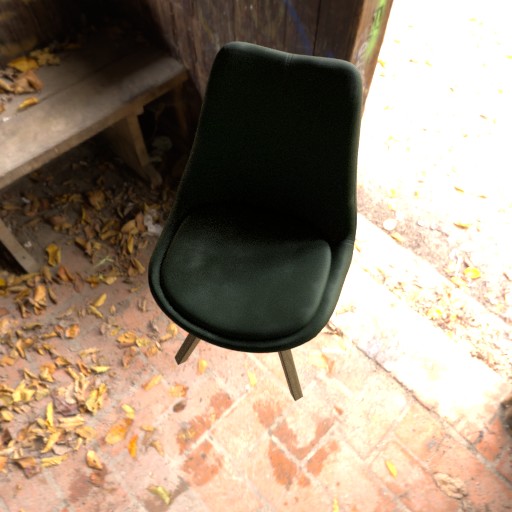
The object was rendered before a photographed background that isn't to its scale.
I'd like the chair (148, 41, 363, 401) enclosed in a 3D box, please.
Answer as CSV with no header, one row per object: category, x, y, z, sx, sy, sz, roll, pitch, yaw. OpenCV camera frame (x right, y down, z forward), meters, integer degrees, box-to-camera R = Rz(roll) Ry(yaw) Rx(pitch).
chair,0.000,0.000,1.181,0.483,0.865,0.547,15,60,9
